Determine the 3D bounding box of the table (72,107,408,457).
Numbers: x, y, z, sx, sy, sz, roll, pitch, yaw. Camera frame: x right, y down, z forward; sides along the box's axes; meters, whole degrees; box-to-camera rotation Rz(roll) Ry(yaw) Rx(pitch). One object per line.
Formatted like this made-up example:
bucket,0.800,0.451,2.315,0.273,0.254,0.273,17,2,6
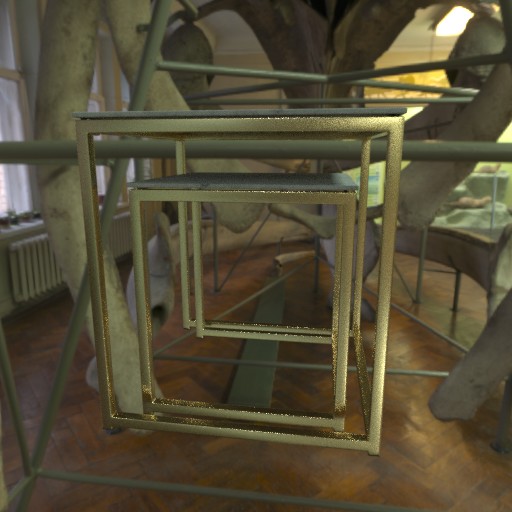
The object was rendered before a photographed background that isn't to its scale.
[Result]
table,0.000,0.000,0.856,0.450,0.500,0.450,2,13,9
